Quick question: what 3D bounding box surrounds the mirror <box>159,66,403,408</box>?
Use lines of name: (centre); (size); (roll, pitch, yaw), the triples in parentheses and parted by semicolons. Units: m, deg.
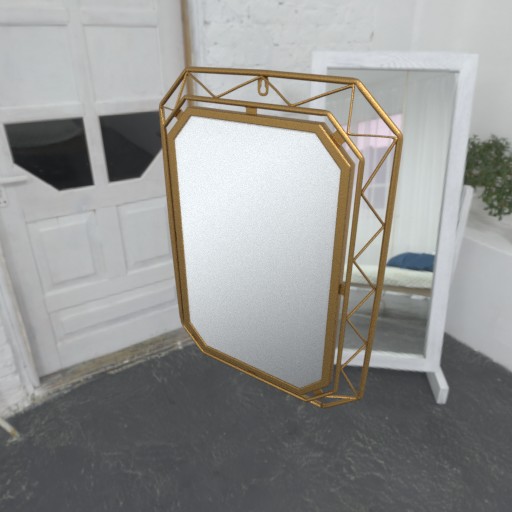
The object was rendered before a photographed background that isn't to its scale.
mirror: (0.000, 0.000, 0.730); (0.417, 0.566, 0.042); (17, 33, 29)
